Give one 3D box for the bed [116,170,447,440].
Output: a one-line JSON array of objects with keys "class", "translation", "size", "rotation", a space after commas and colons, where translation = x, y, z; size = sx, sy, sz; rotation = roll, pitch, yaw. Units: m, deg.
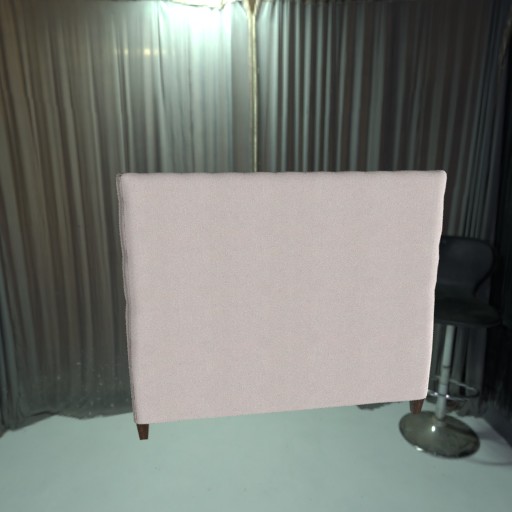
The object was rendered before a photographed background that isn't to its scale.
[{"class": "bed", "translation": [0.000, 0.000, 3.472], "size": [1.698, 1.427, 2.387], "rotation": [-2, 14, -8]}]
